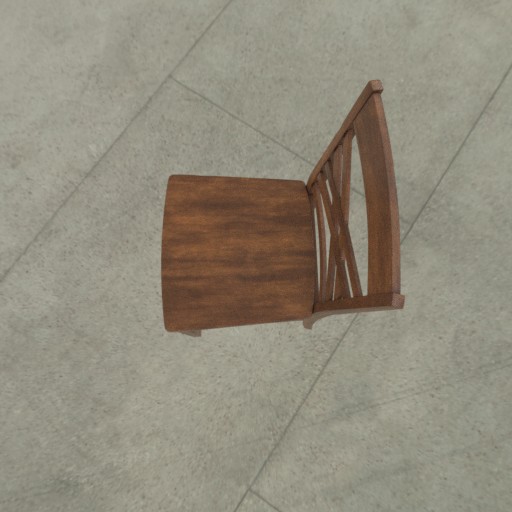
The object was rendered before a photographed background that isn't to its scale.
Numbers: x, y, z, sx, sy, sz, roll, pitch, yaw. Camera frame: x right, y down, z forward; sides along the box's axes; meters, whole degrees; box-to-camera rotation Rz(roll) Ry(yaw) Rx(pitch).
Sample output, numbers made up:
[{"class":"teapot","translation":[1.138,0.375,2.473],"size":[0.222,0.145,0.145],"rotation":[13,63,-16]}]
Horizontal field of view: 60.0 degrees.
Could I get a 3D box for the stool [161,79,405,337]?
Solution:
[{"class":"stool","translation":[0.000,0.000,1.356],"size":[0.539,1.079,0.462],"rotation":[-1,76,0]}]
